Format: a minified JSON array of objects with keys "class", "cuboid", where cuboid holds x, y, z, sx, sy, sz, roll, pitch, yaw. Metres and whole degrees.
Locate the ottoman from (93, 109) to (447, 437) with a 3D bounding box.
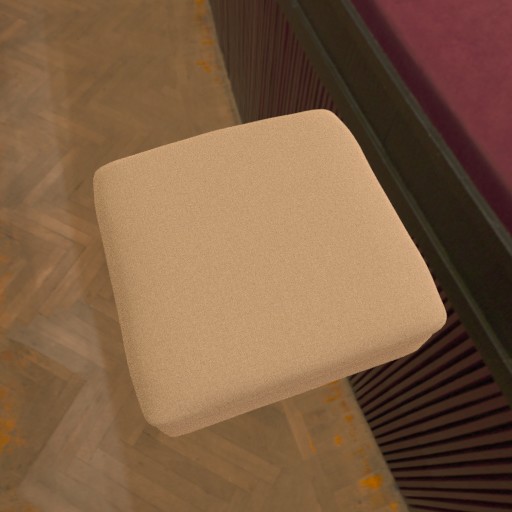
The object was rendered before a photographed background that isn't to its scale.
[{"class":"ottoman","cuboid":[0.000,0.000,1.610,0.996,0.467,0.977,-17,64,-8]}]
